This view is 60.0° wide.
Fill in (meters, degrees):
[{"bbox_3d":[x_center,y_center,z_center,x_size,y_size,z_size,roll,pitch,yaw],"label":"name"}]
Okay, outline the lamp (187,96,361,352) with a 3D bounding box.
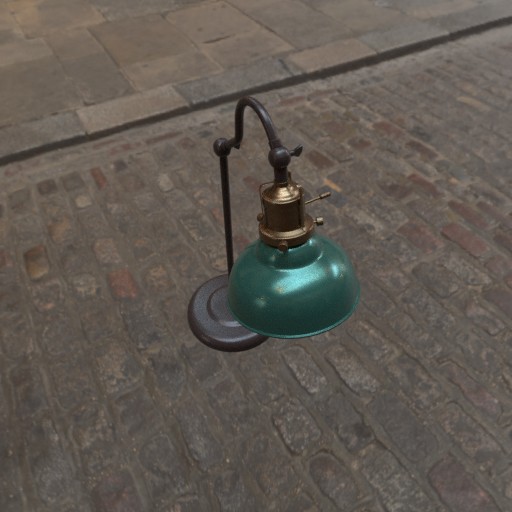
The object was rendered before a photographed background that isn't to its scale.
[{"bbox_3d":[0.000,0.000,0.681,0.192,0.508,0.374,-23,51,-20],"label":"lamp"}]
